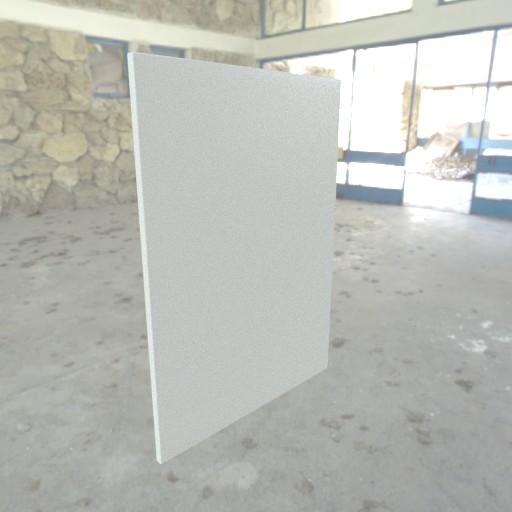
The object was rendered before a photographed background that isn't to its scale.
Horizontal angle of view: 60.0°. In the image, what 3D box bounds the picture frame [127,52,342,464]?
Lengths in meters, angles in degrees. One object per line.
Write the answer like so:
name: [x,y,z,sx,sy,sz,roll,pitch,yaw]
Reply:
picture frame: [0.000,0.000,0.680,0.381,0.534,0.012,-15,21,-42]
